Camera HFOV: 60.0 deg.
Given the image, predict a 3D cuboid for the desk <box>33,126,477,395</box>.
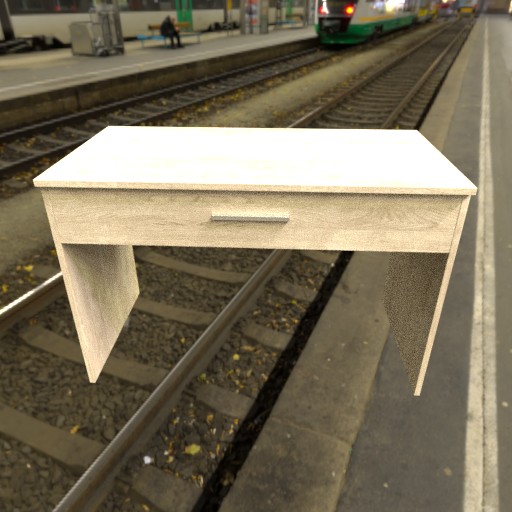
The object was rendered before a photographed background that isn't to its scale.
[{"bbox_3d":[0.000,0.000,1.518,1.100,0.730,0.560,1,30,3],"label":"desk"}]
